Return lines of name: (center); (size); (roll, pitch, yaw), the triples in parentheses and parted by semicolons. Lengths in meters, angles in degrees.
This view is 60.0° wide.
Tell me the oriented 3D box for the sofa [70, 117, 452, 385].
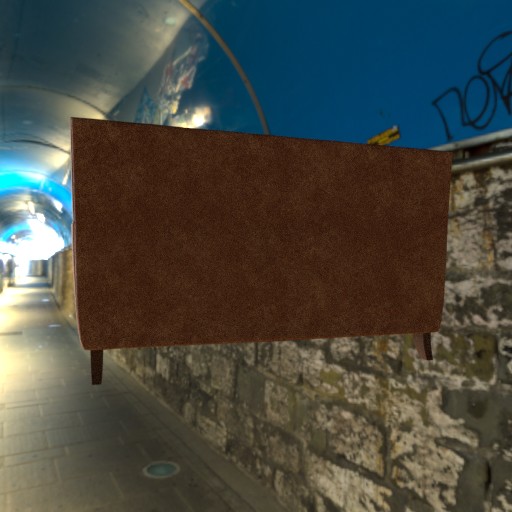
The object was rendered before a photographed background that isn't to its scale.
sofa: (0.000, 0.000, 1.981); (1.473, 0.871, 0.787); (0, -1, -17)
